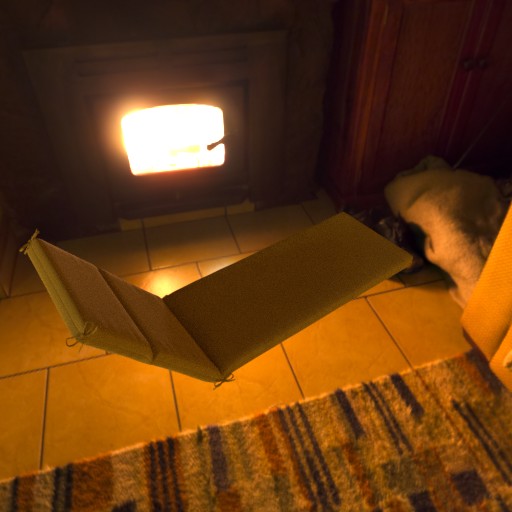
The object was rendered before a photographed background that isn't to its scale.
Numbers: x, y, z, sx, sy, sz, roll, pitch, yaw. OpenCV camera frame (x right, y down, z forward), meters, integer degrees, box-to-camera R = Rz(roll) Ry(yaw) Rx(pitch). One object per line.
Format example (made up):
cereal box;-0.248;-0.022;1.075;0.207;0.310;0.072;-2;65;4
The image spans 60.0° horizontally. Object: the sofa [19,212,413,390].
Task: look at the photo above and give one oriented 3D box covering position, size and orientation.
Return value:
sofa;0.000;0.000;1.921;1.663;0.622;0.582;-25;46;-27
